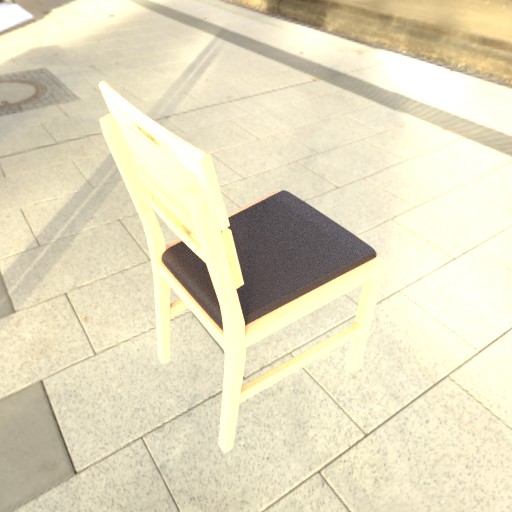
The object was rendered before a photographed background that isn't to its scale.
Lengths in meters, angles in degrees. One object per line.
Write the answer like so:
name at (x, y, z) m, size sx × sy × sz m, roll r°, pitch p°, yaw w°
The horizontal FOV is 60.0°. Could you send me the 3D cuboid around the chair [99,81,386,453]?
chair at (0.000, 0.000, 1.243) m, size 0.560 × 0.950 × 0.475 m, roll -25°, pitch 46°, yaw -27°
